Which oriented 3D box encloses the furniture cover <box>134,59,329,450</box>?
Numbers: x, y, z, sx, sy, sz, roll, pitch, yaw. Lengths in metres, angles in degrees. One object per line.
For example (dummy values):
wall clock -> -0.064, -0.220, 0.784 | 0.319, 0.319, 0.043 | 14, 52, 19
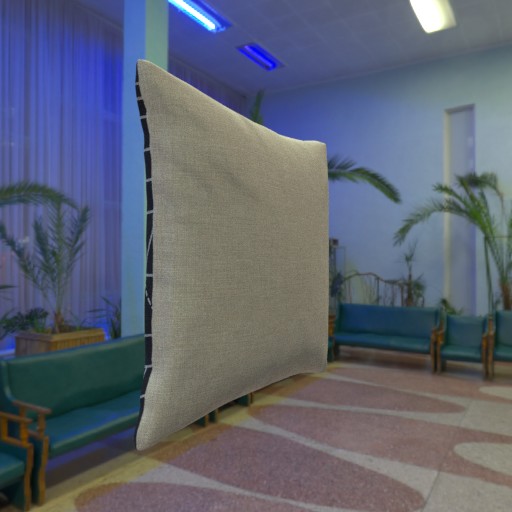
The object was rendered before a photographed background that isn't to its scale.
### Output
furniture cover -> 0.000, 0.000, 0.775 | 0.158, 0.508, 0.517 | -1, -1, 36
